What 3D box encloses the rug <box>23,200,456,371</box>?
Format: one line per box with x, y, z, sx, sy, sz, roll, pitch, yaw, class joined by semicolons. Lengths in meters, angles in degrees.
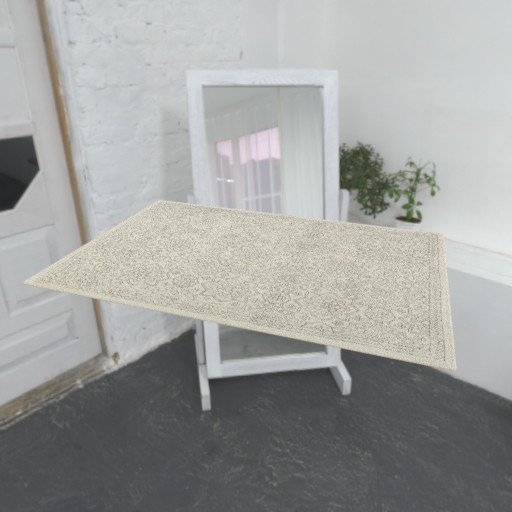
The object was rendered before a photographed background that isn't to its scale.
0.000;0.000;2.826;2.286;0.011;1.524;9;27;17;rug
